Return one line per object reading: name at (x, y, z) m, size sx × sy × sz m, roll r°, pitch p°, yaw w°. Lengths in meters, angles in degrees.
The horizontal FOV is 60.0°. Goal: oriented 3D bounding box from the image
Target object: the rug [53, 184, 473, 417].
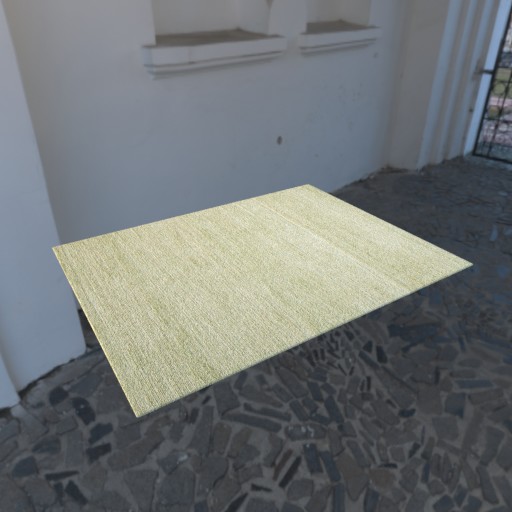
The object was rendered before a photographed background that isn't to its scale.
rug at (0.000, 0.000, 4.214) m, size 3.198 × 0.016 × 2.425 m, roll -18°, pitch 35°, yaw -28°
